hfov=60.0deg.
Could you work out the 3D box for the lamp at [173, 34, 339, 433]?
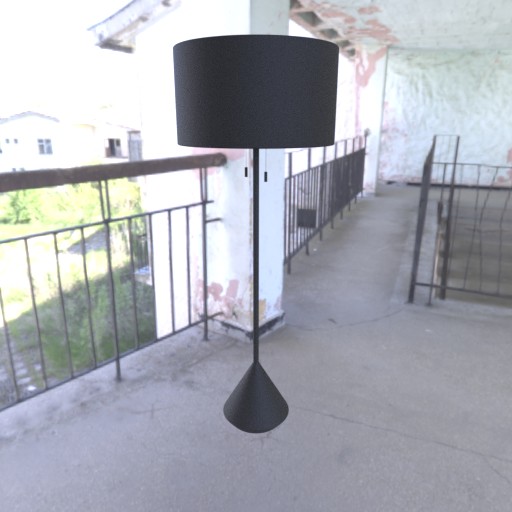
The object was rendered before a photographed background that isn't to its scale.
[{"bbox_3d":[0.000,0.000,1.788,0.580,1.526,0.580,15,23,41],"label":"lamp"}]
